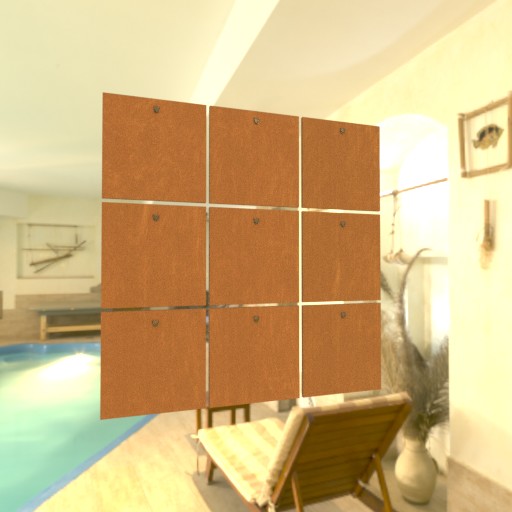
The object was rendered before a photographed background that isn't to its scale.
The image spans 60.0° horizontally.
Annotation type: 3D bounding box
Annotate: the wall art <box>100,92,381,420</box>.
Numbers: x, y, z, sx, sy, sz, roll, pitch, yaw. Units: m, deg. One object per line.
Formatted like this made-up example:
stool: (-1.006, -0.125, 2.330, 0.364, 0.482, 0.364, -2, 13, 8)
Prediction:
wall art: (0.000, 0.000, 1.389, 0.915, 0.913, 0.018, 0, -1, -19)
